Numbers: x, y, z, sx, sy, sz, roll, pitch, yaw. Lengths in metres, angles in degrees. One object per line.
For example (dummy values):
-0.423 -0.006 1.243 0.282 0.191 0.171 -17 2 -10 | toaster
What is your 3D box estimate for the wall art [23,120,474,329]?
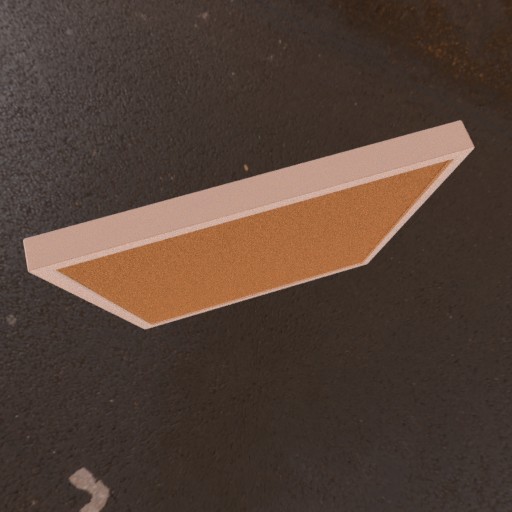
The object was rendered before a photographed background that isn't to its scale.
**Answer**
0.000 0.000 0.730 0.508 0.508 0.038 -16 74 -5 | wall art
